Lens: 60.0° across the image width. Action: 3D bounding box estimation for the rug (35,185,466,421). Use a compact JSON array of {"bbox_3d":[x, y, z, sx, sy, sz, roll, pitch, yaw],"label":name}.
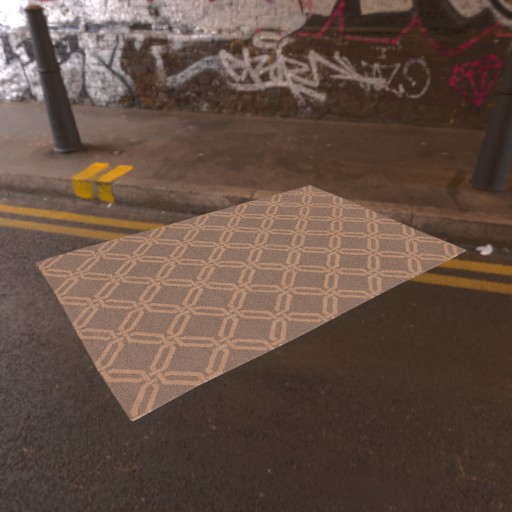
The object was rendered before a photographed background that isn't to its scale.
[{"bbox_3d":[0.000,0.000,2.133,1.754,0.010,1.148,-20,35,-31],"label":"rug"}]
